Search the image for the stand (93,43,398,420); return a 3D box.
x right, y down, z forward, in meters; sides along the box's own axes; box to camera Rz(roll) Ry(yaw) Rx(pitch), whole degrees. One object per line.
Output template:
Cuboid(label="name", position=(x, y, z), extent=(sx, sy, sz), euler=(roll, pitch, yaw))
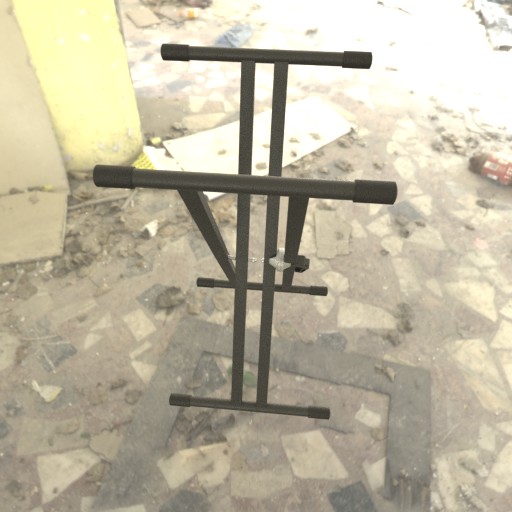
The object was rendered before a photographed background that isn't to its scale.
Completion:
Cuboid(label="stand", position=(0.000, 0.000, 1.189), extent=(0.495, 0.900, 0.503), euler=(4, 48, 4))
